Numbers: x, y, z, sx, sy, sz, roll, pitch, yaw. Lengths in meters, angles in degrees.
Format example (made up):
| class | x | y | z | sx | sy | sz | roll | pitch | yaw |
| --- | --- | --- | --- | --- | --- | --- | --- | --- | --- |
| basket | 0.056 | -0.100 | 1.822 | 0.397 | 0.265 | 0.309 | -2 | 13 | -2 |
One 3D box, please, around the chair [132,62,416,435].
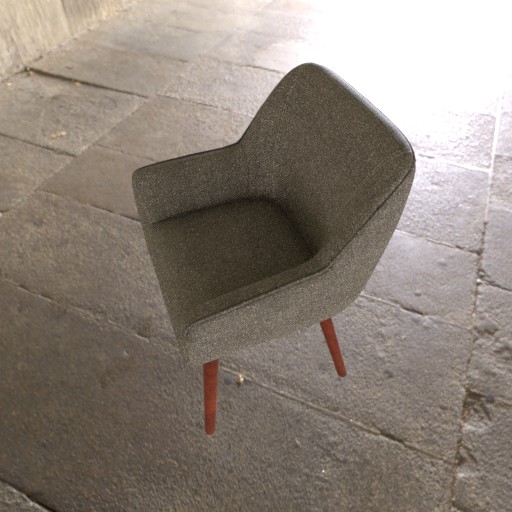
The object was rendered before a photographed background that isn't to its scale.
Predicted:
| class | x | y | z | sx | sy | sz | roll | pitch | yaw |
| --- | --- | --- | --- | --- | --- | --- | --- | --- | --- |
| chair | 0.000 | 0.000 | 1.172 | 0.519 | 0.803 | 0.543 | -16 | 49 | -14 |
